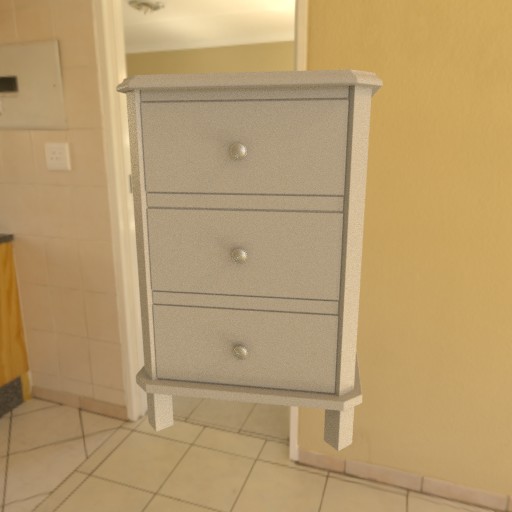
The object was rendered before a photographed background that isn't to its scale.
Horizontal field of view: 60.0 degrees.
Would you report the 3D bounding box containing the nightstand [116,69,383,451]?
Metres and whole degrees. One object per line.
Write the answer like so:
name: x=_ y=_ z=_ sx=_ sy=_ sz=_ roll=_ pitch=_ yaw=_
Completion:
nightstand: x=0.000 y=0.000 z=0.942 sx=0.450 sy=0.680 sz=0.350 roll=2 pitch=14 yaw=9
